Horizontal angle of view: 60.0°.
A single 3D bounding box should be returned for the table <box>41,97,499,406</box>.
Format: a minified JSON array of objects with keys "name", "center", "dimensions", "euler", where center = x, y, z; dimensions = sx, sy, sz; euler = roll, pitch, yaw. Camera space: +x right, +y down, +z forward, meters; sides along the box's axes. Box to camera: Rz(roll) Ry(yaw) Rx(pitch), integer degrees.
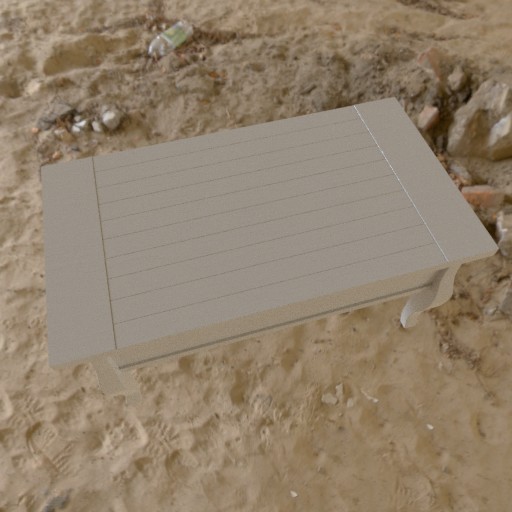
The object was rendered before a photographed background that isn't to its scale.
[{"name":"table","center":[0.000,0.000,1.357],"dimensions":[1.062,0.495,0.600],"euler":[-14,59,-8]}]
